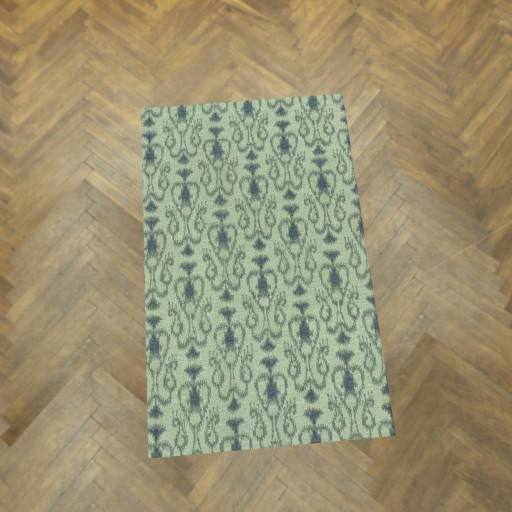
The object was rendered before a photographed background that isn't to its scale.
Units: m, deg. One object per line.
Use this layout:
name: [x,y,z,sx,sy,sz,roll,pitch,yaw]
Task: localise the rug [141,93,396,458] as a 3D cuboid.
rug: [0.000,0.000,2.056,1.035,0.006,1.652,-5,75,-1]
